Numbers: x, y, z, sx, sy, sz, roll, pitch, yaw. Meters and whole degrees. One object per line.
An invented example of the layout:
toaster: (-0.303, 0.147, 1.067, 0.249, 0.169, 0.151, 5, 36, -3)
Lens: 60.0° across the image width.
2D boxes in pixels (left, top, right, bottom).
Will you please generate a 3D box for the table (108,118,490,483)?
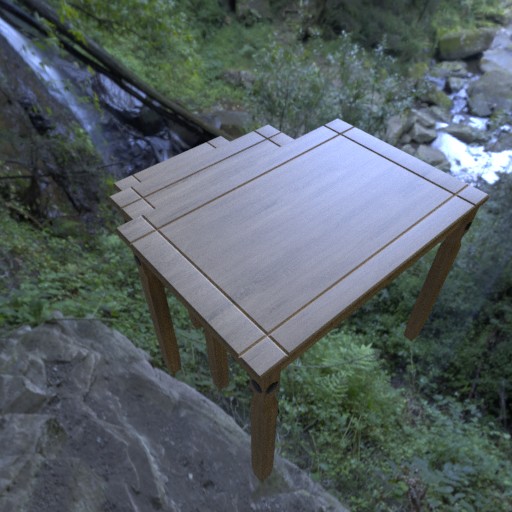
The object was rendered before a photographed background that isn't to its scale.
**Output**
table: (0.000, 0.000, 1.195, 0.660, 0.535, 0.773, -32, 54, -27)
